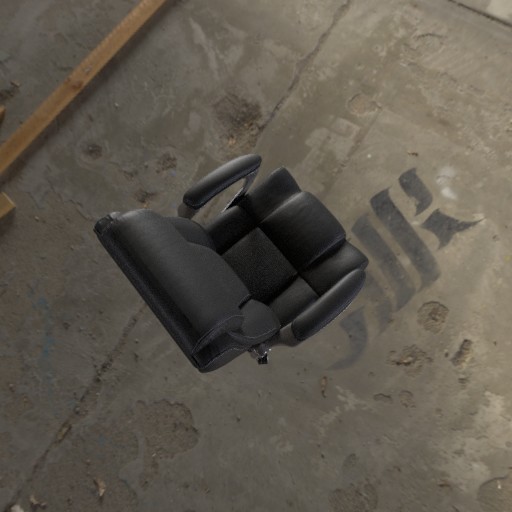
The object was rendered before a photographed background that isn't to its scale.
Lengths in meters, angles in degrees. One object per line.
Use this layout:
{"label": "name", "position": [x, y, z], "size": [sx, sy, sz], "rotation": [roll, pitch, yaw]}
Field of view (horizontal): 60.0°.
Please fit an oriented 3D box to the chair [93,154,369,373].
{"label": "chair", "position": [0.000, 0.000, 1.703], "size": [0.784, 1.167, 0.741], "rotation": [-38, 78, -10]}
